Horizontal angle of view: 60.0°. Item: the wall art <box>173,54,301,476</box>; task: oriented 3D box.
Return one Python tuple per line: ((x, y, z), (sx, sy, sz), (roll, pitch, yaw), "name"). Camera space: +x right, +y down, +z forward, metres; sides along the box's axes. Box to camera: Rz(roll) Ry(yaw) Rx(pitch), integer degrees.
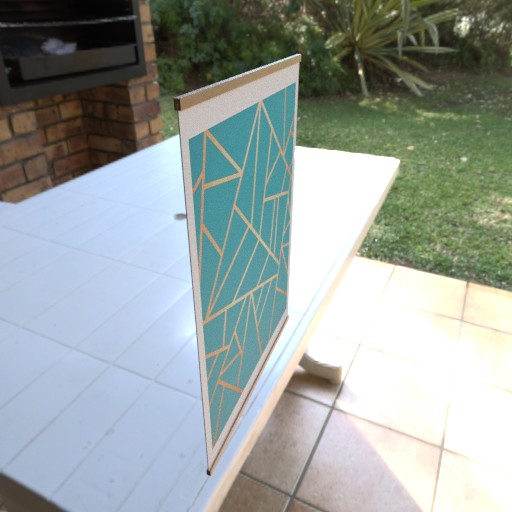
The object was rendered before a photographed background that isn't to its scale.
((0.000, 0.000, 1.302), (0.013, 1.016, 0.758), (11, 32, 18), "wall art")
